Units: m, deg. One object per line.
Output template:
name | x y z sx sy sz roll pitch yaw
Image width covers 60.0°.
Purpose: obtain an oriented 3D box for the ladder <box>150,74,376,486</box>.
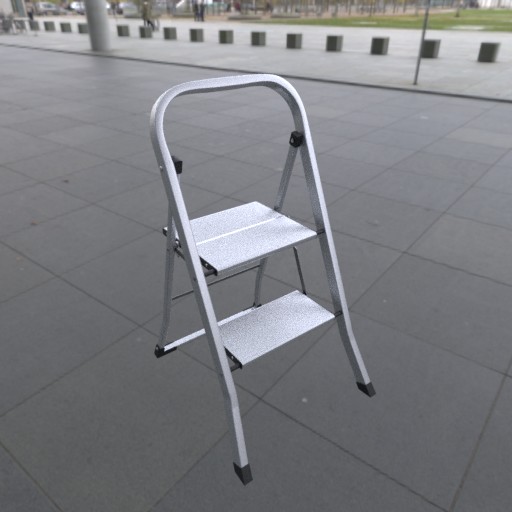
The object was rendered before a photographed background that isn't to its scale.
ladder | 0.000 0.000 1.129 0.465 0.830 0.530 -20 36 -31
